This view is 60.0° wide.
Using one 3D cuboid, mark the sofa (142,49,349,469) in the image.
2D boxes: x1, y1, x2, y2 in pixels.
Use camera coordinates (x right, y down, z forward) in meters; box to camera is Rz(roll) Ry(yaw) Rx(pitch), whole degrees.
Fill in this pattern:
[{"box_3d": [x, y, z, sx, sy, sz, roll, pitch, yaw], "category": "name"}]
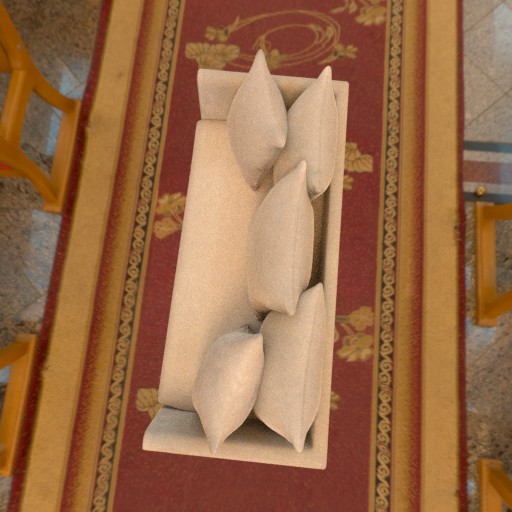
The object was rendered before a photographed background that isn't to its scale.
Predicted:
[{"box_3d": [0.000, 0.000, 2.771, 1.031, 1.034, 2.290, 6, 77, 1], "category": "sofa"}]
